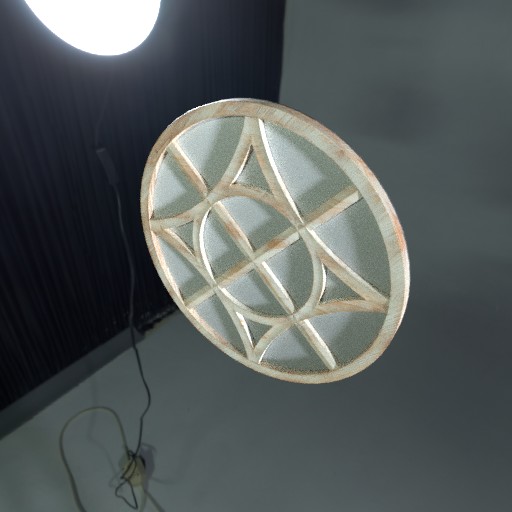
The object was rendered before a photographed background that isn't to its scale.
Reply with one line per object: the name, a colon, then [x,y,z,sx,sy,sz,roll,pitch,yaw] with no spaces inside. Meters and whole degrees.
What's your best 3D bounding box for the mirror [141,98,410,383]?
mirror: [0.000,0.000,1.051,0.710,0.710,0.038,19,36,28]
